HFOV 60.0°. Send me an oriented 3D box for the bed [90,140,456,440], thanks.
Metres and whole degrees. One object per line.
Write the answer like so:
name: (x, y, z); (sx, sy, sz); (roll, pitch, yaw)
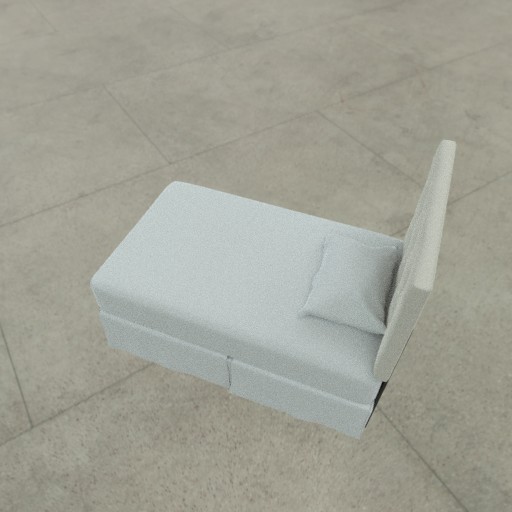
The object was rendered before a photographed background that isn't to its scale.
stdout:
bed: (0.000, 0.000, 2.944); (1.997, 1.571, 1.261); (16, 50, 14)
